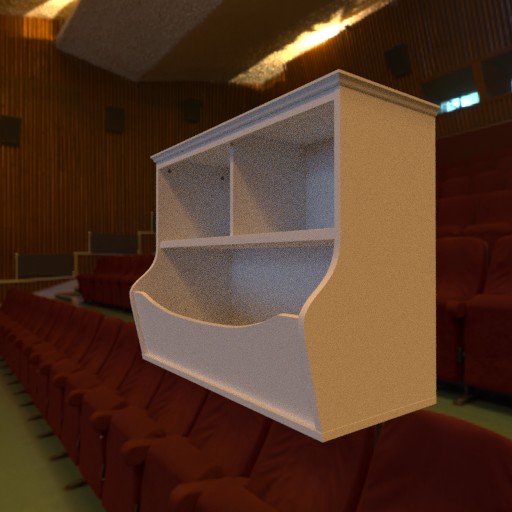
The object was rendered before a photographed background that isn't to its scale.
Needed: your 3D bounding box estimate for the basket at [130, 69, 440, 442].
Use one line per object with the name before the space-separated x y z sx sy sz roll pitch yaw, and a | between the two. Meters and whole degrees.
basket | 0.000 0.000 1.135 0.376 0.625 0.792 0 -1 -36
